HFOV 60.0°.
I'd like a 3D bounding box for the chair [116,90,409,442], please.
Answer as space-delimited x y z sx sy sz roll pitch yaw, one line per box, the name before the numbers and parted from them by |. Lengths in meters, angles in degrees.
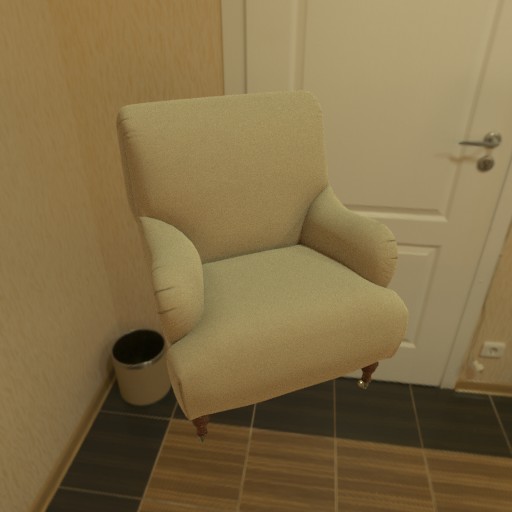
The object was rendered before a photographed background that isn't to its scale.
chair | 0.000 0.000 1.538 0.766 0.942 0.842 -12 34 -18
